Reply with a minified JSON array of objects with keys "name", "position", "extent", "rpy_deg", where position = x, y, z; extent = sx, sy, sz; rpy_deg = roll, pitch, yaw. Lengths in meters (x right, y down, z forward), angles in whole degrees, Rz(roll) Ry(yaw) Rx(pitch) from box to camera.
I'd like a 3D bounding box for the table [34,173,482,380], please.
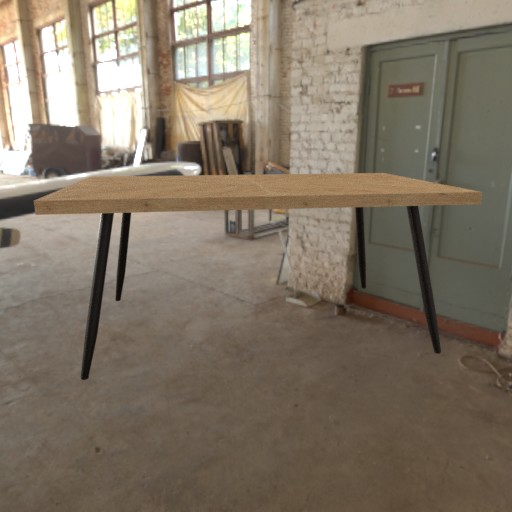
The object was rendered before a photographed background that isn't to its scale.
[{"name":"table","position":[0.000,0.000,2.335],"extent":[1.803,0.762,0.991],"rpy_deg":[-2,15,-8]}]
